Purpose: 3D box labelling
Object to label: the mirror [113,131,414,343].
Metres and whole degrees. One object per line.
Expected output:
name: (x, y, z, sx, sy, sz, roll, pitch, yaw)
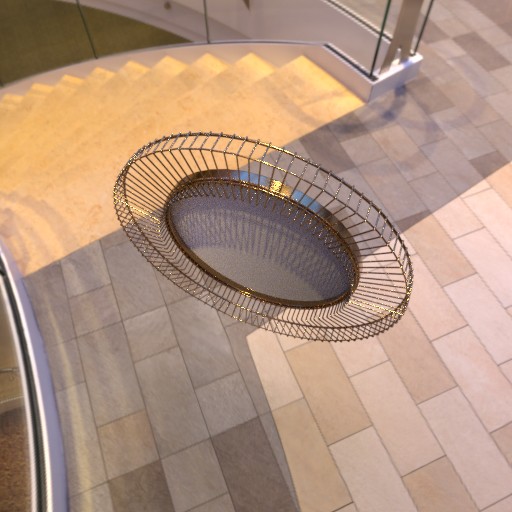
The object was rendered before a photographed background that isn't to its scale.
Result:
mirror: (0.000, 0.000, 1.040, 0.703, 0.703, 0.067, 18, 60, 11)
